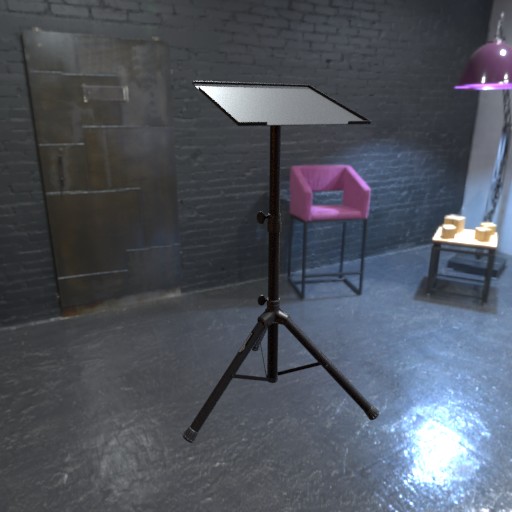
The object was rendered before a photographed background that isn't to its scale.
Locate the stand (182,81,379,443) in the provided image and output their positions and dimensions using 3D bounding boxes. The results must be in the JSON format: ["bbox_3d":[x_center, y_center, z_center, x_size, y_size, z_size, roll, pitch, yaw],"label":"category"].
[{"bbox_3d":[0.000,0.000,1.624,0.702,1.198,0.702,-9,20,-26],"label":"stand"}]
